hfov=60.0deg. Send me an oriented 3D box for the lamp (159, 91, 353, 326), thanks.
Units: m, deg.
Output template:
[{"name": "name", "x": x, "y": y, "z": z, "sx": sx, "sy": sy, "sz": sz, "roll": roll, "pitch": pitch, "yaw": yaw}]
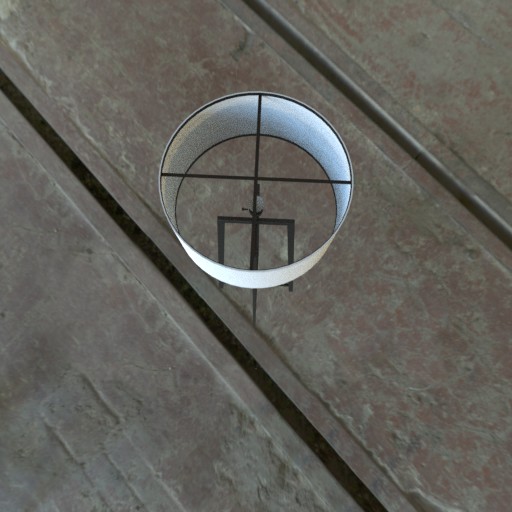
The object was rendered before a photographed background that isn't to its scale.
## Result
[{"name": "lamp", "x": 0.000, "y": 0.000, "z": 1.772, "sx": 0.456, "sy": 1.510, "sz": 0.457, "roll": 3, "pitch": 76, "yaw": 1}]
